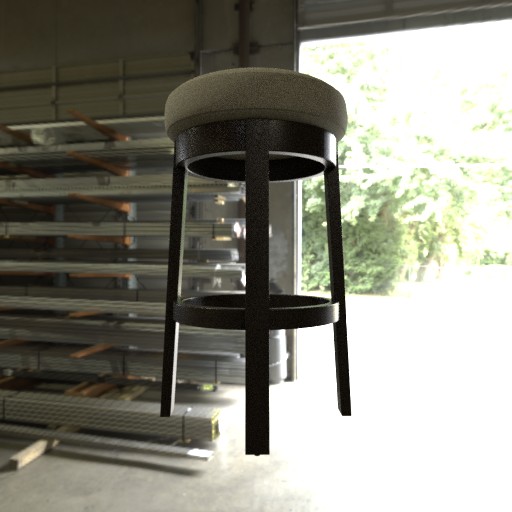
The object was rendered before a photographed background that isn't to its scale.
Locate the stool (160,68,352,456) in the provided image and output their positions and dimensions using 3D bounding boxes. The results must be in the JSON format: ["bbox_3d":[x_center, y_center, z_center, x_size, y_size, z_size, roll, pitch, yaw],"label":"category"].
[{"bbox_3d":[0.000,0.000,1.055,0.446,0.758,0.446,0,0,0],"label":"stool"}]
